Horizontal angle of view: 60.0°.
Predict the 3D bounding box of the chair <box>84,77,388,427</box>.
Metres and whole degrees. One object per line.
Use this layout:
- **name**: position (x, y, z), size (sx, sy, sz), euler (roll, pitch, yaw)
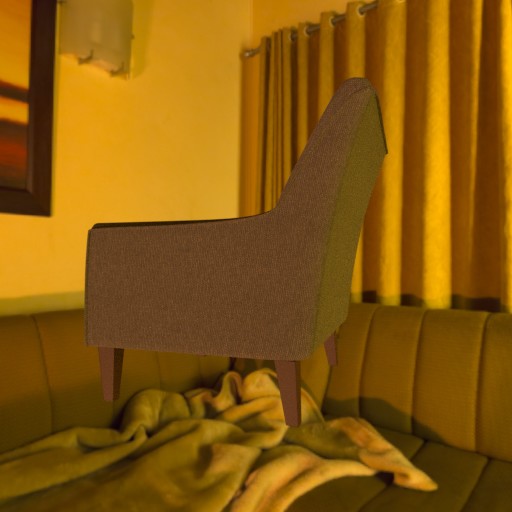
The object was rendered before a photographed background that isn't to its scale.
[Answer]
- **chair**: position (0.000, 0.000, 1.615), size (0.899, 0.919, 0.780), euler (0, 0, 19)
